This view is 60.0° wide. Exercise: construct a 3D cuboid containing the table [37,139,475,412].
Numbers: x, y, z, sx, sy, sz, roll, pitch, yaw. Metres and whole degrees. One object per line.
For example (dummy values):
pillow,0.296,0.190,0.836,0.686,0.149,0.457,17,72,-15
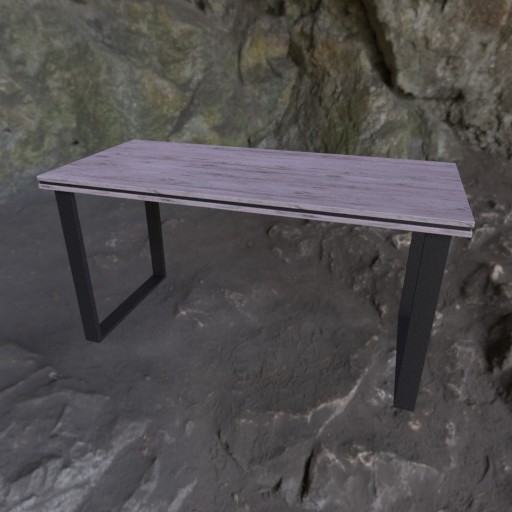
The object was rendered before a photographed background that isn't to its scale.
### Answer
table,0.000,0.000,2.253,1.778,0.899,0.795,8,28,16
